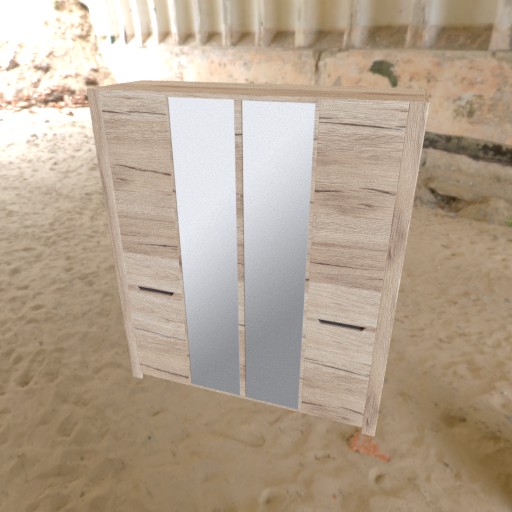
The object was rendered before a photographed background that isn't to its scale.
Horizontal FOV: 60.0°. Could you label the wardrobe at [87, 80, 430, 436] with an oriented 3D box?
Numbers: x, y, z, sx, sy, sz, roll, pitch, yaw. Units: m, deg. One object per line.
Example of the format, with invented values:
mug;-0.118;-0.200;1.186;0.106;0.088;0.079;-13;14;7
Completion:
wardrobe;0.000;0.000;2.918;1.810;2.070;0.580;8;28;16
